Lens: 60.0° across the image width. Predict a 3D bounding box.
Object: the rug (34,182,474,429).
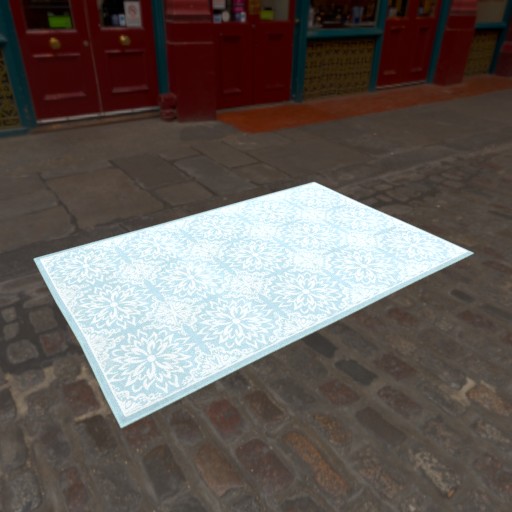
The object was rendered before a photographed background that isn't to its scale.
[{"bbox_3d":[0.000,0.000,2.218,1.840,0.012,1.219,-19,36,-30],"label":"rug"}]
